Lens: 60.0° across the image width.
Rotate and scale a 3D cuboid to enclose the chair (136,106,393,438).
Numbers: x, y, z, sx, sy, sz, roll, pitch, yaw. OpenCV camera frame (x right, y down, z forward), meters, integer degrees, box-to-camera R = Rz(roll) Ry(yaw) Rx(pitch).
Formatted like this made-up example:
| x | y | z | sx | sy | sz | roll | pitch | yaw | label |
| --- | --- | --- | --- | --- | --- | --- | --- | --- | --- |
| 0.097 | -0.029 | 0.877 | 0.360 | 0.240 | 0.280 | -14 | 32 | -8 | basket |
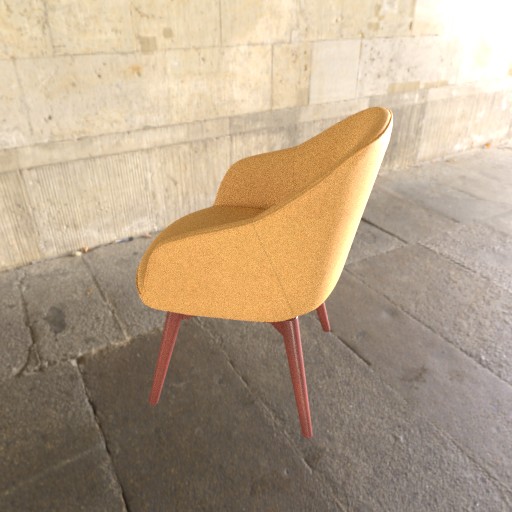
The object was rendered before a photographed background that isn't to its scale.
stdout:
| x | y | z | sx | sy | sz | roll | pitch | yaw | label |
| --- | --- | --- | --- | --- | --- | --- | --- | --- | --- |
| 0.000 | 0.000 | 1.261 | 0.635 | 0.823 | 0.596 | 7 | 31 | 12 | chair |
